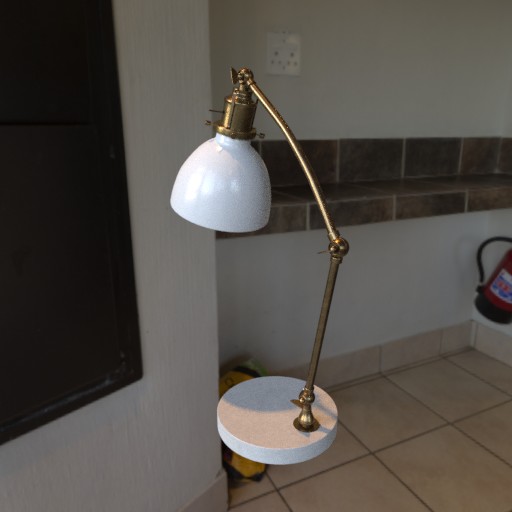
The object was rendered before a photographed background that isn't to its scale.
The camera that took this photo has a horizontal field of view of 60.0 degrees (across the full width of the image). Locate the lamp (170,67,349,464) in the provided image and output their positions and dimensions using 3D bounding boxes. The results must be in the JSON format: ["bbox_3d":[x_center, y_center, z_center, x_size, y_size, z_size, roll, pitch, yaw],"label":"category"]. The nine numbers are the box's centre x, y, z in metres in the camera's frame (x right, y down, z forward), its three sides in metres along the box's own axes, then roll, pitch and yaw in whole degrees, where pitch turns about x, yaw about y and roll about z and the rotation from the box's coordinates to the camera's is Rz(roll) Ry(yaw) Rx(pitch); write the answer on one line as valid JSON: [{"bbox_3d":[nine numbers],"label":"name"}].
[{"bbox_3d":[0.000,0.000,0.657,0.186,0.522,0.317,-15,21,-42],"label":"lamp"}]
